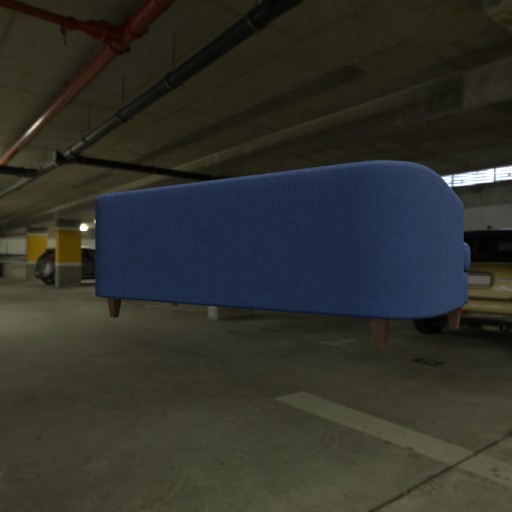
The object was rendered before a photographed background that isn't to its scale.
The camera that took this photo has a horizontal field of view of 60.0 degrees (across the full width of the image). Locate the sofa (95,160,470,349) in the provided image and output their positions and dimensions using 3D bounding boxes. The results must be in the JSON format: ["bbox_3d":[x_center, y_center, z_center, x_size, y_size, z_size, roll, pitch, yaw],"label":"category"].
[{"bbox_3d":[0.000,0.000,2.673,2.235,0.787,0.914,0,0,34],"label":"sofa"}]
